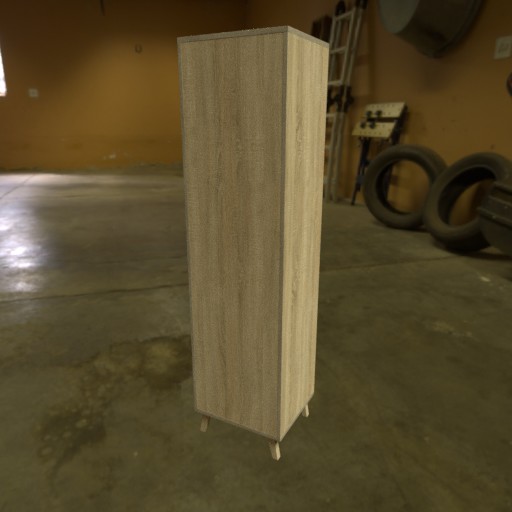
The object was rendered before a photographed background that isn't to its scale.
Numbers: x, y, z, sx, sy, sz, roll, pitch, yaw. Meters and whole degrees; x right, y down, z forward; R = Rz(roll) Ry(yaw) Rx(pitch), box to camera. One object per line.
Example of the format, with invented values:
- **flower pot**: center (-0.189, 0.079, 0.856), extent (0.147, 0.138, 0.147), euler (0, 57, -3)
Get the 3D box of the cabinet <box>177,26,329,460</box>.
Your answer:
- **cabinet**: center (0.000, 0.000, 2.217), extent (0.510, 1.960, 0.450), euler (9, 19, 27)
